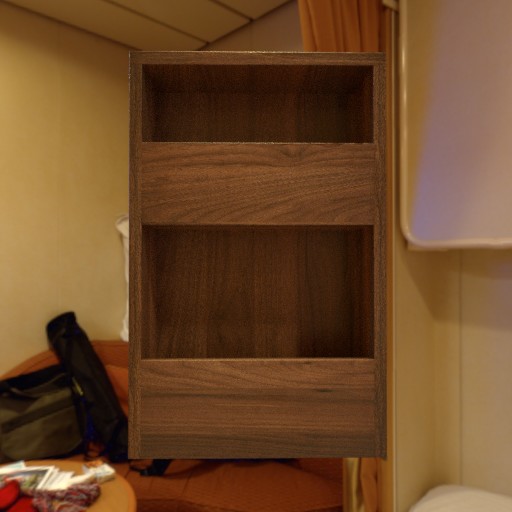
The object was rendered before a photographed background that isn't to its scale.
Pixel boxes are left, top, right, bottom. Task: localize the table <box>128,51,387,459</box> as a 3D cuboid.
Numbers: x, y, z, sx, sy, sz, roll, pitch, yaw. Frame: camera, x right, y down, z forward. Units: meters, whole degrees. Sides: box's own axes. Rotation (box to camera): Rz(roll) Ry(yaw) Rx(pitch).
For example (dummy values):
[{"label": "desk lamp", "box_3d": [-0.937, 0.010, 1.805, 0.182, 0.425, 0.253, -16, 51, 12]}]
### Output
[{"label": "table", "box_3d": [0.000, 0.000, 1.526, 0.660, 1.041, 0.786, 0, -1, -1]}]
